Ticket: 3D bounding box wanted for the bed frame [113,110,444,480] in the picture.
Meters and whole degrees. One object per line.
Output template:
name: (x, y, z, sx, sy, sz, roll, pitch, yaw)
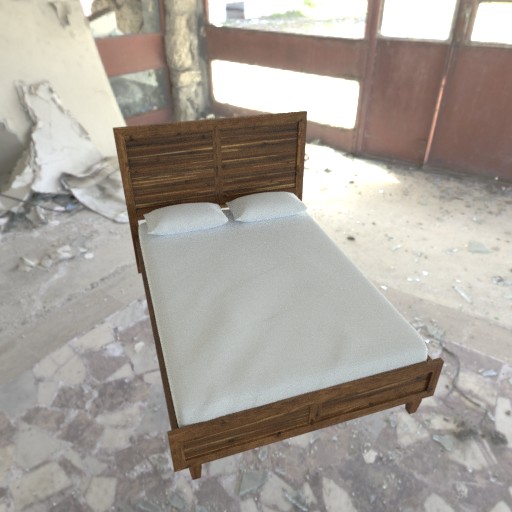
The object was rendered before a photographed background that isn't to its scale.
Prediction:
bed frame: (0.000, 0.000, 3.281, 1.696, 1.417, 2.276, -10, 34, -15)
